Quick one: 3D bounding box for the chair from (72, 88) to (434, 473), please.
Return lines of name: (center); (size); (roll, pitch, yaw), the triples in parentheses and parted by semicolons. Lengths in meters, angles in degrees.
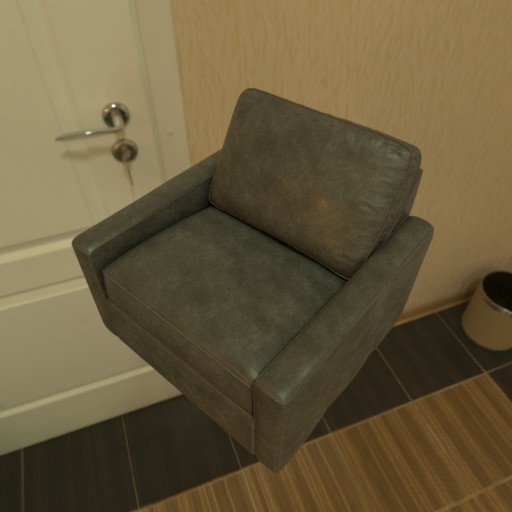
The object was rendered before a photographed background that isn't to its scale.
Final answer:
chair: (0.000, 0.000, 1.705); (1.006, 0.916, 0.939); (31, 53, 27)
